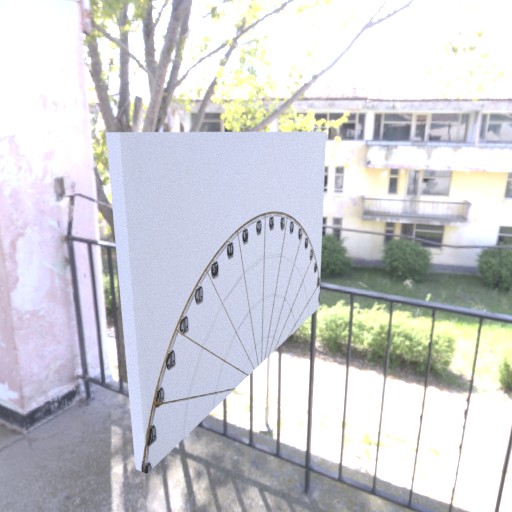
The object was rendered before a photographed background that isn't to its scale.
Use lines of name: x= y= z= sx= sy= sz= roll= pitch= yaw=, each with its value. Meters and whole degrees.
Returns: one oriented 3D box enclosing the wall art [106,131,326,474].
wall art: x=0.000 y=0.000 z=1.421 sx=0.038 sy=0.767 sz=1.144 roll=8 pitch=18 yaw=27
